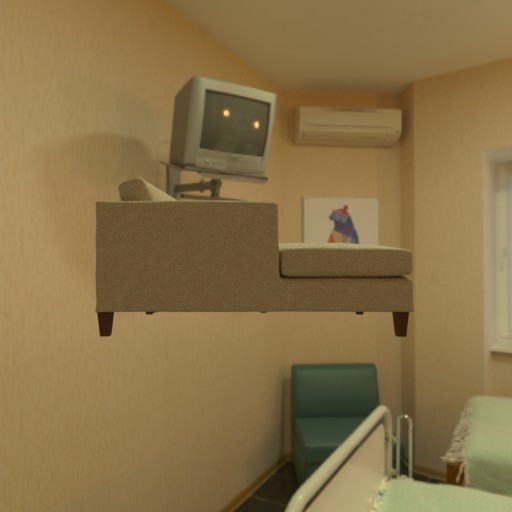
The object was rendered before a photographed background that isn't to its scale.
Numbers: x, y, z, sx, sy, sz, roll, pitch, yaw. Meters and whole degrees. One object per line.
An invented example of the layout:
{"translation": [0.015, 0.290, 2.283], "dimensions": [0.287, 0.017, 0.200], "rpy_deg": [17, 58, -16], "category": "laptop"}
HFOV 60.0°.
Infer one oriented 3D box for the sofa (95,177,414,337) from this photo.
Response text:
{"translation": [0.000, 0.000, 3.802], "dimensions": [1.625, 0.846, 3.186], "rpy_deg": [0, -1, 0], "category": "sofa"}
